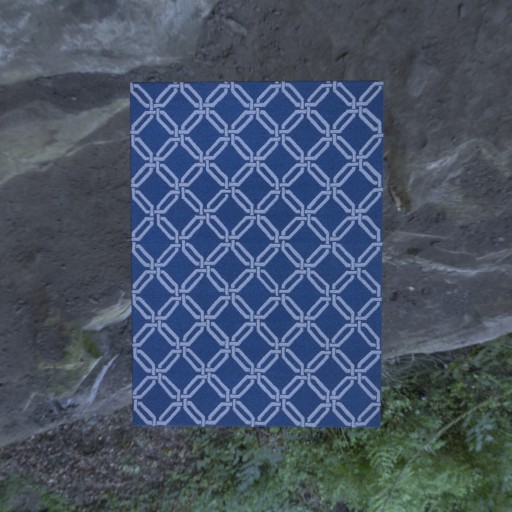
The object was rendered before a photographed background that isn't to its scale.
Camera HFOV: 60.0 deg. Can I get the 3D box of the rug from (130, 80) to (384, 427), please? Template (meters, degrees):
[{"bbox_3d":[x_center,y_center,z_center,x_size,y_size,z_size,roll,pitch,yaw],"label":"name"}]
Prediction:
[{"bbox_3d":[0.000,0.000,4.291,2.432,0.018,3.342,0,92,1],"label":"rug"}]
